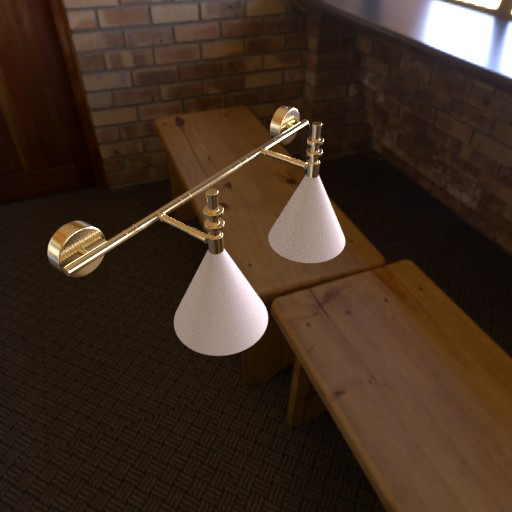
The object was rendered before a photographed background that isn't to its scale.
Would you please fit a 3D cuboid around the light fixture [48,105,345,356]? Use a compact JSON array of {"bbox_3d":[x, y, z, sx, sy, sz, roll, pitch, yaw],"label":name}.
[{"bbox_3d":[0.000,0.000,0.850,0.239,0.468,0.642,25,46,27],"label":"light fixture"}]
